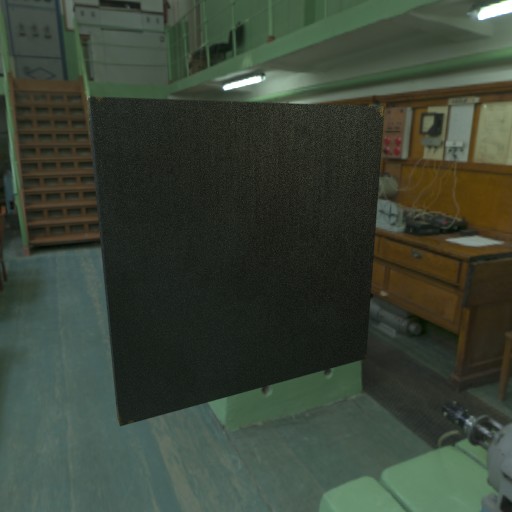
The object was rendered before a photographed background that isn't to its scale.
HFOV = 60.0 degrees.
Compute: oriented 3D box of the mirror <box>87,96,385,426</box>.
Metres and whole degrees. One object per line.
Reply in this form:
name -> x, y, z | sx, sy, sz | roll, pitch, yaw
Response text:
mirror -> 0.000, 0.000, 0.581 | 0.382, 0.381, 0.020 | -7, 17, -25
